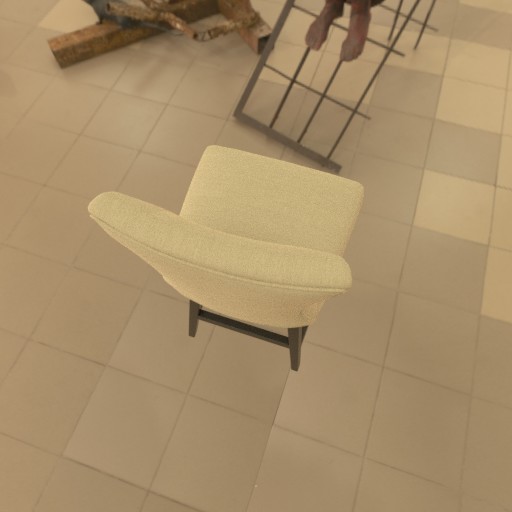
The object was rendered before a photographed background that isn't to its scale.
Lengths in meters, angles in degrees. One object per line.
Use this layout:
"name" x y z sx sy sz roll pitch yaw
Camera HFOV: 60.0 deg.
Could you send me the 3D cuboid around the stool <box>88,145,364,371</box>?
"stool" 0.000 0.000 1.329 0.514 1.000 0.574 16 64 8
